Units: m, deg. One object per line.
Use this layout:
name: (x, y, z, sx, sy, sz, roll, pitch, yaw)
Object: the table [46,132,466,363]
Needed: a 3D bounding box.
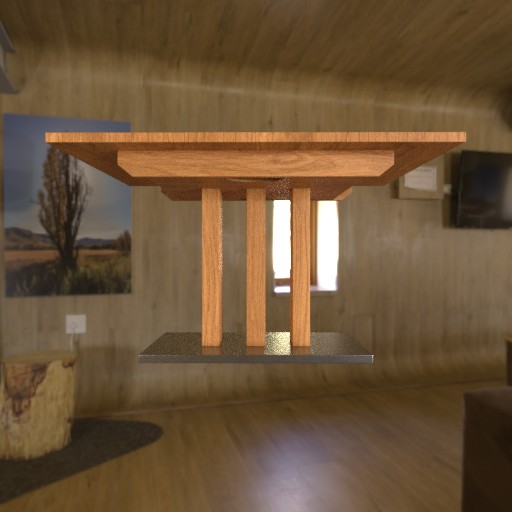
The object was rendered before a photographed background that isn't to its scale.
table: (0.000, 0.000, 1.822, 1.300, 0.770, 0.900, 0, 0, 0)
